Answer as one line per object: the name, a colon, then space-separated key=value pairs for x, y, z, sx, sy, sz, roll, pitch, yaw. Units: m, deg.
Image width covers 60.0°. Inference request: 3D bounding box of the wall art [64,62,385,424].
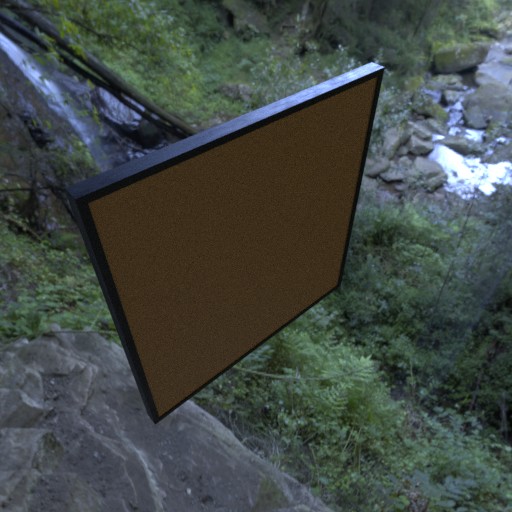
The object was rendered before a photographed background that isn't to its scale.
wall art: x=0.000 y=0.000 z=1.126 sx=0.763 sy=0.763 sz=0.039 roll=-32 pitch=53 yaw=-28
